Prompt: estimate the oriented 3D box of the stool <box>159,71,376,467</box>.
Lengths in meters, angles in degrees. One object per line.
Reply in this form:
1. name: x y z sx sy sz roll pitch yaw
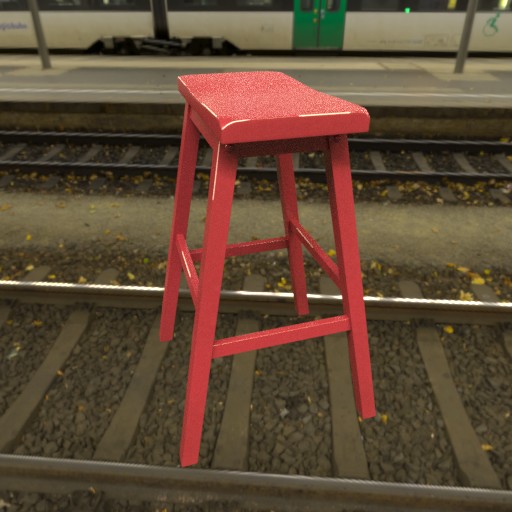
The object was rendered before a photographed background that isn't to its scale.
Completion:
1. stool: 0.000 0.000 1.031 0.476 0.737 0.457 -9 32 -14
